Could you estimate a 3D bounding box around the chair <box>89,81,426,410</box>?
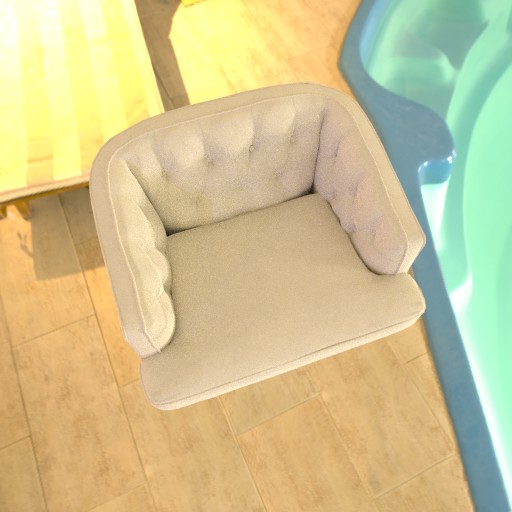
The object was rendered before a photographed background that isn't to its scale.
[{"bbox_3d":[0.000,0.000,1.811,1.104,0.852,0.941,-17,65,-8],"label":"chair"}]
